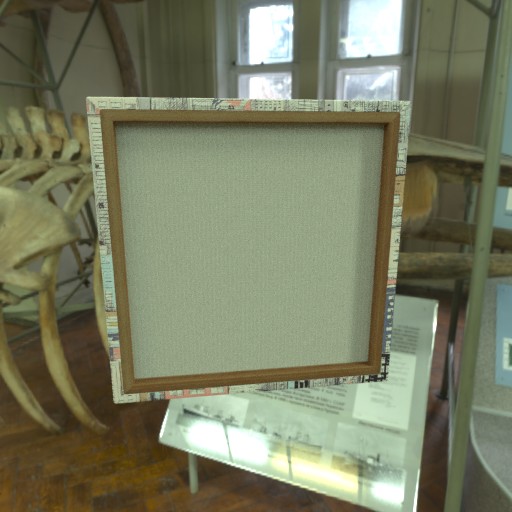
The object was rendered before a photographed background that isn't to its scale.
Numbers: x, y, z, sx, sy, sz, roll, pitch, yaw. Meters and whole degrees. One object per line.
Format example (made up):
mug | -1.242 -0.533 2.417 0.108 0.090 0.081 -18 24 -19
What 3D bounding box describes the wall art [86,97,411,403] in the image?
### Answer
wall art | 0.000 0.000 1.142 0.761 0.762 0.048 -2 15 -8
